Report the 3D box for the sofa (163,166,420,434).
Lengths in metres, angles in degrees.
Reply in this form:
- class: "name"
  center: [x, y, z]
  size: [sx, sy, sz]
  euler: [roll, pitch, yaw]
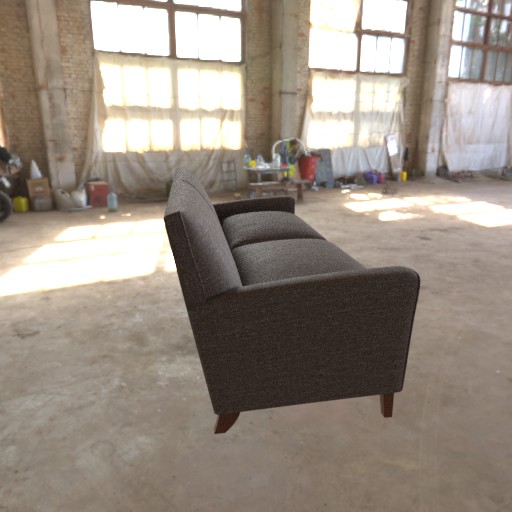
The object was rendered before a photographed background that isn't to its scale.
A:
- class: "sofa"
  center: [0.000, 0.000, 2.451]
  size: [0.875, 0.846, 1.976]
  euler: [-2, 16, -8]
